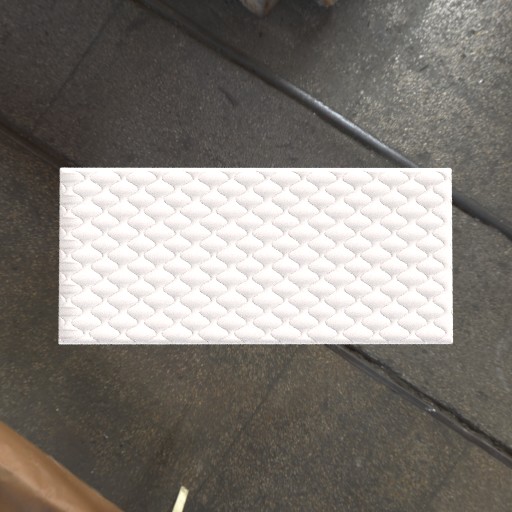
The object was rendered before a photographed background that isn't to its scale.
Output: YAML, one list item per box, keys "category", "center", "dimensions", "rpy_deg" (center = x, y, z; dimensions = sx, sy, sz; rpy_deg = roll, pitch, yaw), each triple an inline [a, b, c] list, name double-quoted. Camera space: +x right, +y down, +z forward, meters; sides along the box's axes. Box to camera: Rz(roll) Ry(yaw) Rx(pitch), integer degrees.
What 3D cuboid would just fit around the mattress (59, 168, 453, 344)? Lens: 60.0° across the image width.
- category: "mattress"
  center: [0.000, 0.000, 2.317]
  dimensions: [2.000, 0.200, 0.900]
  rpy_deg: [0, 89, 0]
